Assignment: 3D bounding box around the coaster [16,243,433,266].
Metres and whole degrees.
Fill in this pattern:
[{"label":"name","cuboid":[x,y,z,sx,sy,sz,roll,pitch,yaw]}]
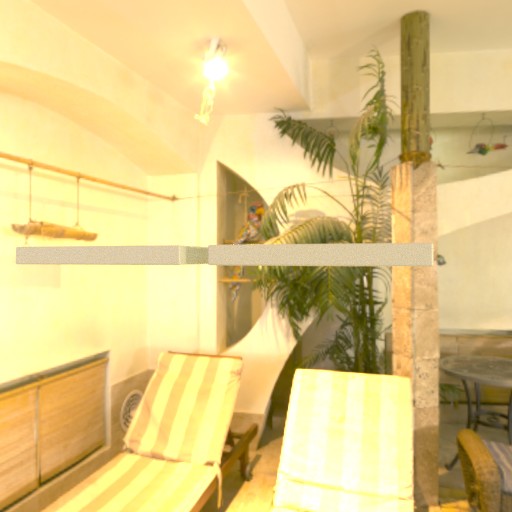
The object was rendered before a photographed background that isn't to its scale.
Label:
[{"label":"coaster","cuboid":[0.000,0.000,0.319,0.219,0.010,0.214,0,0,17]}]
